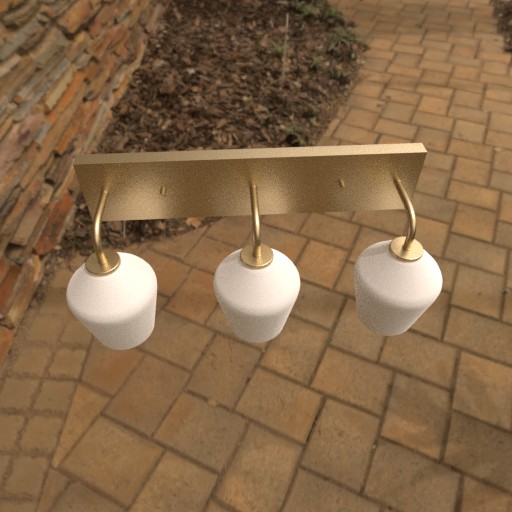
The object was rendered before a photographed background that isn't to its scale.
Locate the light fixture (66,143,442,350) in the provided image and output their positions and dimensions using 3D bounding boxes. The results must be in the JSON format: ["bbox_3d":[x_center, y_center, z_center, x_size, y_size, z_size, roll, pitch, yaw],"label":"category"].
[{"bbox_3d":[0.000,0.000,0.718,0.609,0.280,0.190,-3,46,-2],"label":"light fixture"}]
